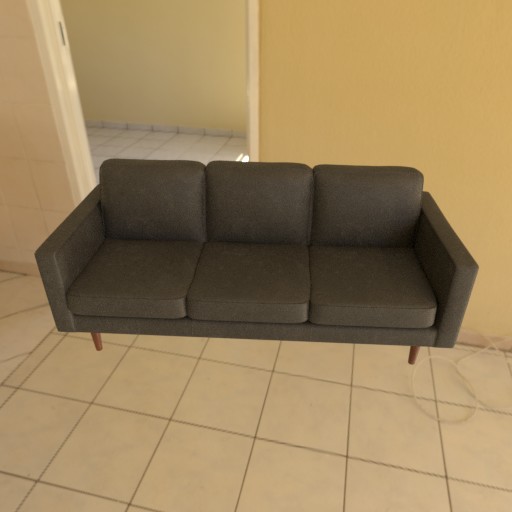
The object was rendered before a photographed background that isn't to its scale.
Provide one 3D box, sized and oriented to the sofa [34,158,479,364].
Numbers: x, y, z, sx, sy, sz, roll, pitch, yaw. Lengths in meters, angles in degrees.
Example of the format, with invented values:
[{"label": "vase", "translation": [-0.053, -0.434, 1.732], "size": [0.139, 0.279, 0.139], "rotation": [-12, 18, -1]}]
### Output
[{"label": "sofa", "translation": [0.000, 0.000, 2.457], "size": [2.029, 0.899, 0.879], "rotation": [2, 32, 3]}]
